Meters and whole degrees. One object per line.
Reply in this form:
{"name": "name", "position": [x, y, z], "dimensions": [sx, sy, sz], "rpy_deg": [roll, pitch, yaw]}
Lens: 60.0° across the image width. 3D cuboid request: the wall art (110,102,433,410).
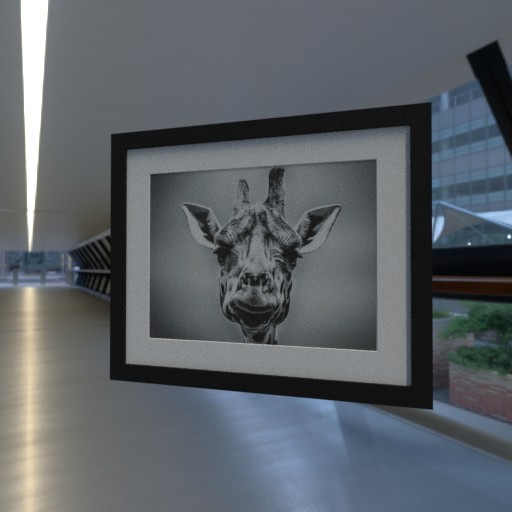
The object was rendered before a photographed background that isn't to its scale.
{"name": "wall art", "position": [0.000, 0.000, 0.755], "dimensions": [0.558, 0.457, 0.031], "rpy_deg": [0, -1, 17]}
